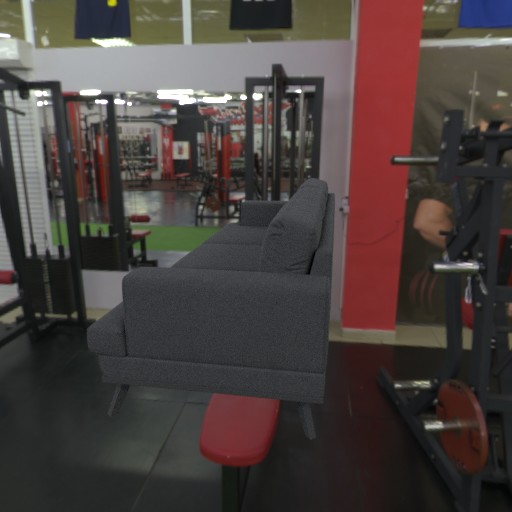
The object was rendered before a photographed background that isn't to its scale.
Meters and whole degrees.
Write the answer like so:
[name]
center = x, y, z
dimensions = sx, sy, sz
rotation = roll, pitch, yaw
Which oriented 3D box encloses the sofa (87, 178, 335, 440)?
[sofa]
center = 0.000, 0.000, 2.693
dimensions = 0.920, 0.810, 2.310
rotation = 3, 15, 10
